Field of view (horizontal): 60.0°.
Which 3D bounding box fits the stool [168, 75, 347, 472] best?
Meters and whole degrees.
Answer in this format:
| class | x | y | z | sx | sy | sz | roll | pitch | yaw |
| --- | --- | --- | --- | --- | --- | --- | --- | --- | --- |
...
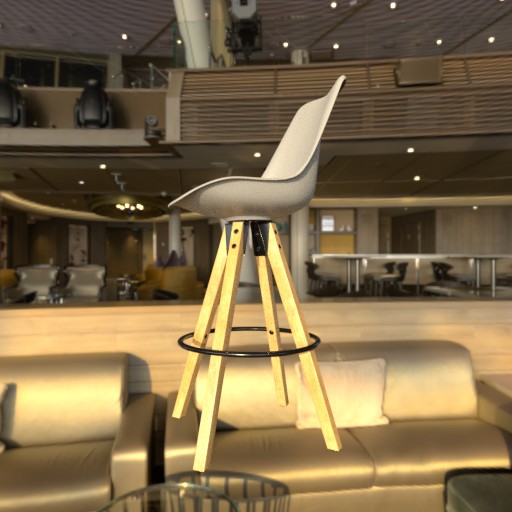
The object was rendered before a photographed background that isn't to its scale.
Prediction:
| class | x | y | z | sx | sy | sz | roll | pitch | yaw |
| --- | --- | --- | --- | --- | --- | --- | --- | --- | --- |
| stool | 0.000 | 0.000 | 1.414 | 0.550 | 1.115 | 0.485 | 0 | 0 | -18 |
